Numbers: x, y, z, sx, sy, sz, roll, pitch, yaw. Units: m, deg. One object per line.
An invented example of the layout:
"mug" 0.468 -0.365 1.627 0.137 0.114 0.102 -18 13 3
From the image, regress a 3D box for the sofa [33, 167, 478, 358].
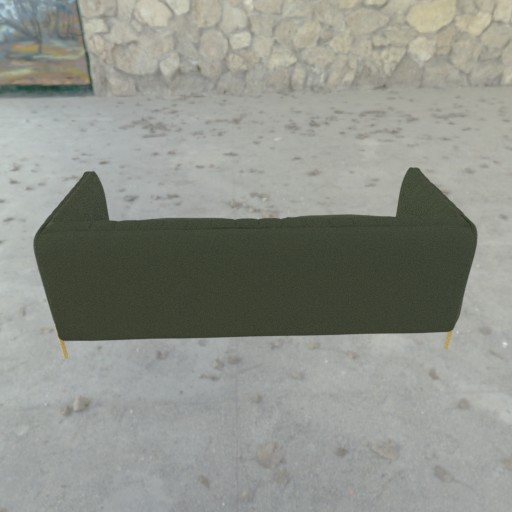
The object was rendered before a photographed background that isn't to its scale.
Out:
"sofa" 0.000 0.000 2.561 2.137 0.793 0.896 -1 30 -2
